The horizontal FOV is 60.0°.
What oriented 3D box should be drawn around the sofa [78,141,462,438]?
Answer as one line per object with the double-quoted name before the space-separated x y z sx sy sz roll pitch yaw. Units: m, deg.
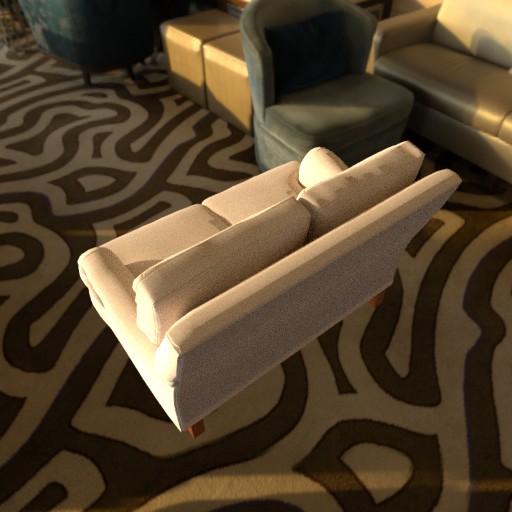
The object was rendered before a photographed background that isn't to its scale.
"sofa" 0.000 0.000 2.212 1.508 1.048 1.087 -29 51 -26
